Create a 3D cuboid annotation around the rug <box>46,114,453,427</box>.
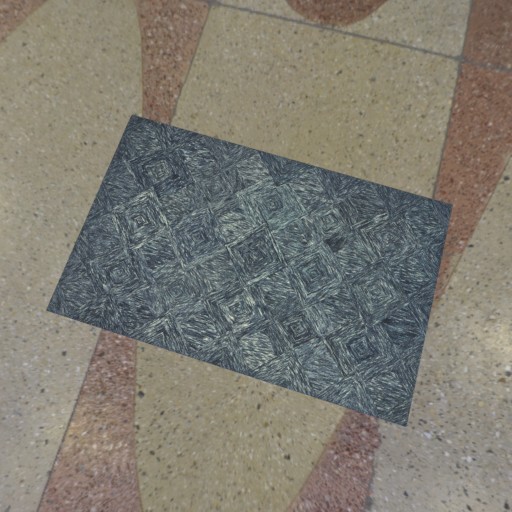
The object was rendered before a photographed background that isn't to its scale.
[{"bbox_3d":[0.000,0.000,2.906,2.330,0.017,1.478,17,75,4],"label":"rug"}]
